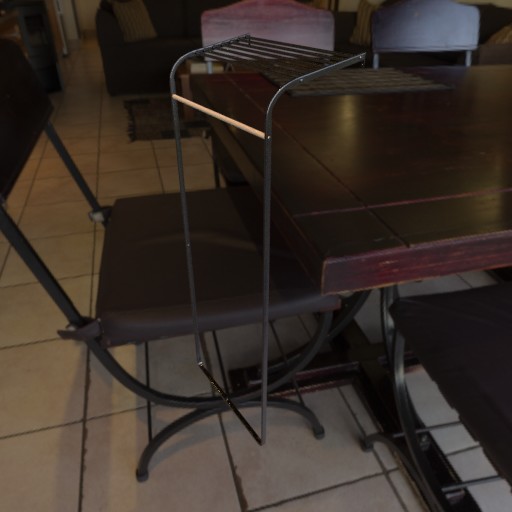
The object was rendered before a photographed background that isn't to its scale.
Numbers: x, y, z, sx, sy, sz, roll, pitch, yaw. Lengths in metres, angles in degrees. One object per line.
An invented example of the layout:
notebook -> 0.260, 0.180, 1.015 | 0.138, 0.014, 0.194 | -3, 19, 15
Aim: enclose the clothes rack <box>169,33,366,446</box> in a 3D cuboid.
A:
clothes rack -> 0.000, 0.000, 1.819 | 0.349, 1.574, 0.609 | -20, 38, -28
